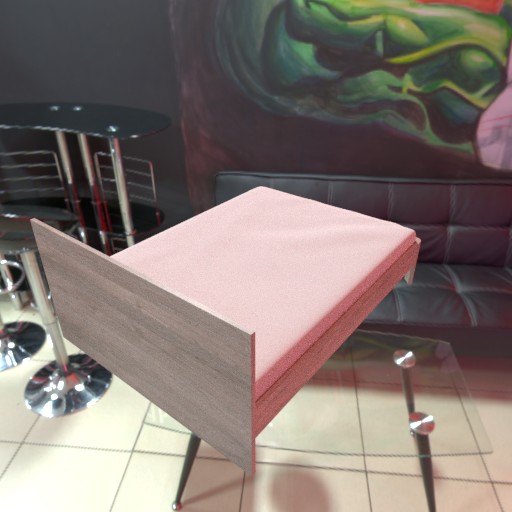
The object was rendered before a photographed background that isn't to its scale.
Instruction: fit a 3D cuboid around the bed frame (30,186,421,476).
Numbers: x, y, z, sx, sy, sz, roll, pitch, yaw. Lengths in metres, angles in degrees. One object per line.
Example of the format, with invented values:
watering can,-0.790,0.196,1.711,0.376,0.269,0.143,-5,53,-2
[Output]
bed frame,0.000,0.000,2.797,1.490,0.800,1.950,22,37,32
